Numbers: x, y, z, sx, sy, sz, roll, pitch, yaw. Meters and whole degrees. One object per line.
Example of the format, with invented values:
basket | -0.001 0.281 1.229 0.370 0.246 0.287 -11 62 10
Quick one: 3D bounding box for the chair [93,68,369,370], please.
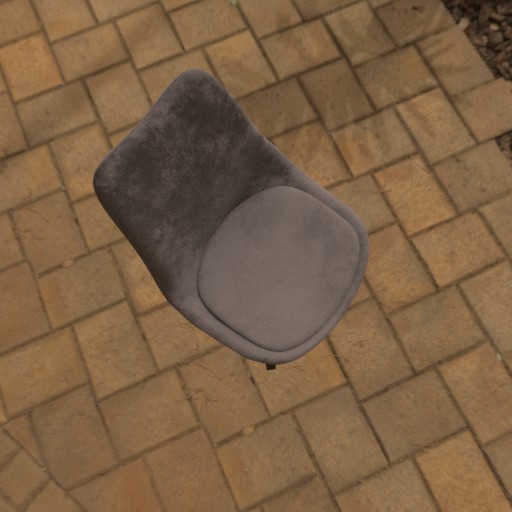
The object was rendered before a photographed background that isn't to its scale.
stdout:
chair | 0.000 0.000 1.189 0.550 0.850 0.485 36 79 8
